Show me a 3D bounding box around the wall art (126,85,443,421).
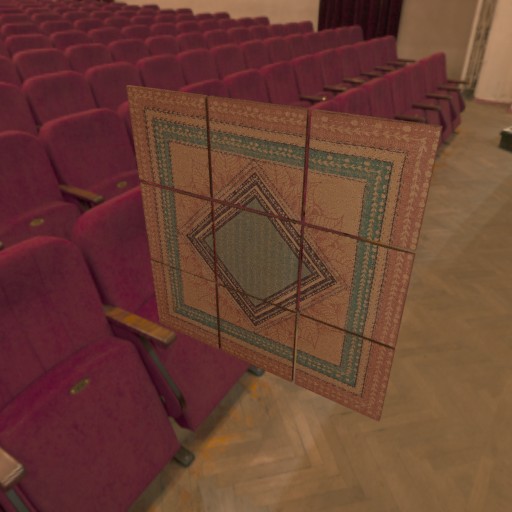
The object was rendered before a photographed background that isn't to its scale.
[{"bbox_3d":[0.000,0.000,1.367,0.915,0.914,0.013,18,35,27],"label":"wall art"}]
